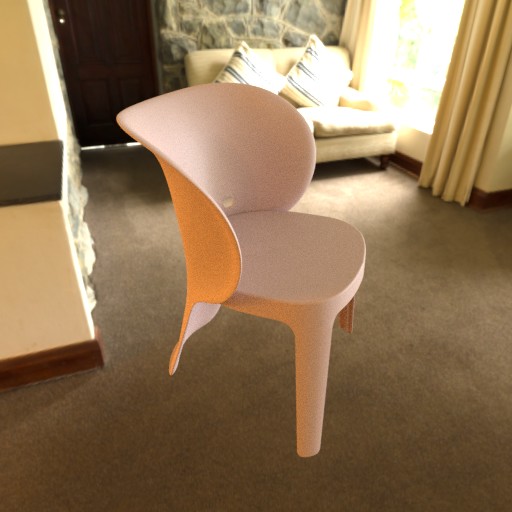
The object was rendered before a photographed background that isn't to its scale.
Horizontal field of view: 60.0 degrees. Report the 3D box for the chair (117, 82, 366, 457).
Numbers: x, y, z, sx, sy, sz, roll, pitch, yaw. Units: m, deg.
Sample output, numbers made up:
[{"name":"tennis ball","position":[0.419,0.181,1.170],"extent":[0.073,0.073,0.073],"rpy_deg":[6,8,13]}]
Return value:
[{"name":"chair","position":[0.000,0.000,0.840],"extent":[0.402,0.554,0.451],"rpy_deg":[11,32,17]}]
